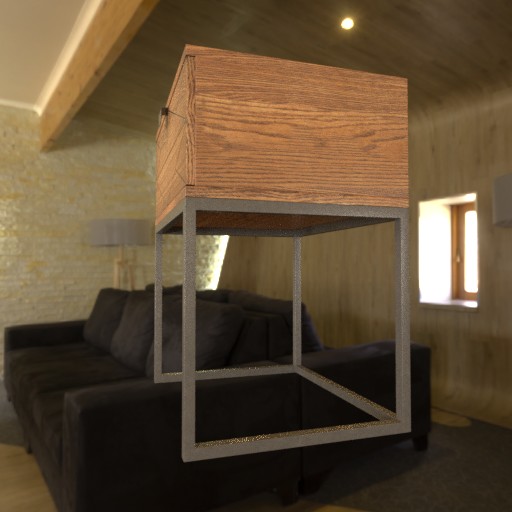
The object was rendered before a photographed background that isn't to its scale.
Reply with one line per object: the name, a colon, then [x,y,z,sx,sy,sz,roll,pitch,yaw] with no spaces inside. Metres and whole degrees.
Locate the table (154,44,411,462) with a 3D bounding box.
table: [0.000,0.000,0.931,0.400,0.610,0.482,1,-2,-18]
